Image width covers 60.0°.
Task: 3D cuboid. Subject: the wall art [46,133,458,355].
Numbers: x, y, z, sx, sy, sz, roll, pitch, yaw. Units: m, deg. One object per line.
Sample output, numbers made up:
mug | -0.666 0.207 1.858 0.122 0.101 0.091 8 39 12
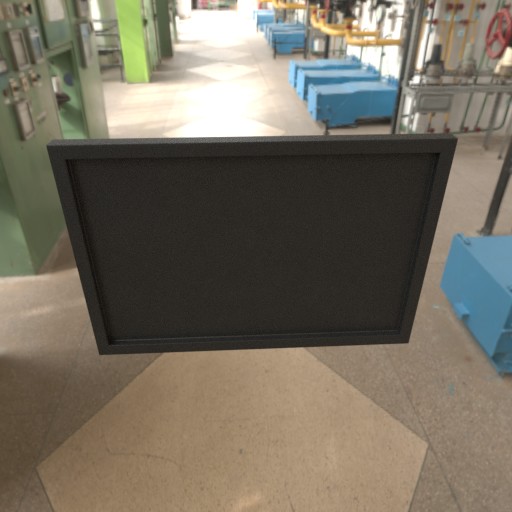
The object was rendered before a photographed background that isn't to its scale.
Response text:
wall art | 0.000 0.000 0.564 0.443 0.301 0.021 -2 32 -3
